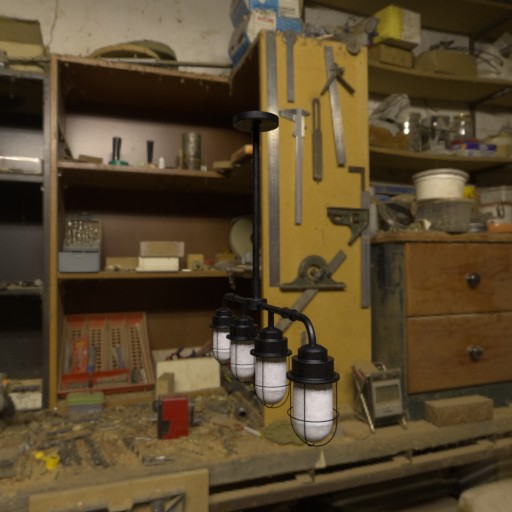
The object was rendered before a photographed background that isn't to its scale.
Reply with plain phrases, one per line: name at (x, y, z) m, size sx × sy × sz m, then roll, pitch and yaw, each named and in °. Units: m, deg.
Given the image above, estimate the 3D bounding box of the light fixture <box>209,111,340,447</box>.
light fixture at (0.000, 0.000, 1.262) m, size 0.131 × 0.785 × 0.852 m, roll 0°, pitch -1°, yaw -18°
